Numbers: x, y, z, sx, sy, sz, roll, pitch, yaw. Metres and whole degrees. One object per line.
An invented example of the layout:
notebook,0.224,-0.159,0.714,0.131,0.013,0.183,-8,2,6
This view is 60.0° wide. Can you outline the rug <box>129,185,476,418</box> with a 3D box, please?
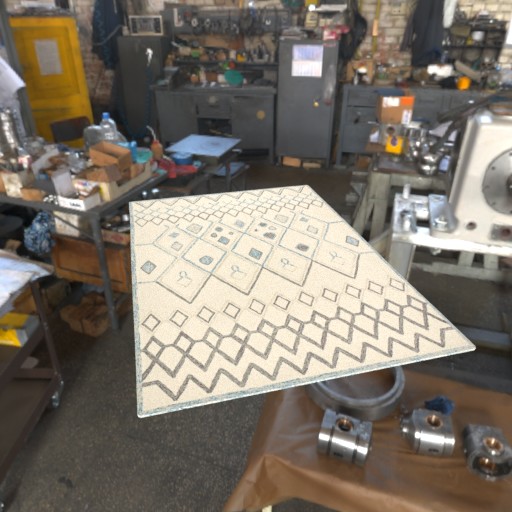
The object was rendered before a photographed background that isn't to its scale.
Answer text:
rug,0.000,0.000,2.312,1.260,0.009,1.820,-7,30,-13
